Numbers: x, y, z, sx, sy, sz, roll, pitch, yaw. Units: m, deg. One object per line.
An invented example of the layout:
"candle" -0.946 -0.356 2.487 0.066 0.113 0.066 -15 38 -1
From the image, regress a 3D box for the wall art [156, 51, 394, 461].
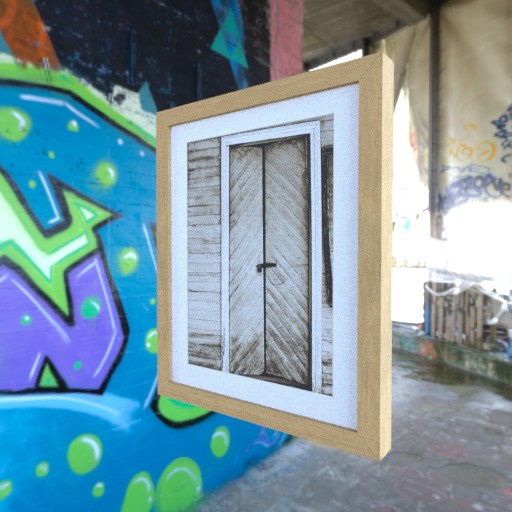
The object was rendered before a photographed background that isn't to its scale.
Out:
"wall art" 0.000 0.000 0.516 0.312 0.380 0.030 1 2 37
